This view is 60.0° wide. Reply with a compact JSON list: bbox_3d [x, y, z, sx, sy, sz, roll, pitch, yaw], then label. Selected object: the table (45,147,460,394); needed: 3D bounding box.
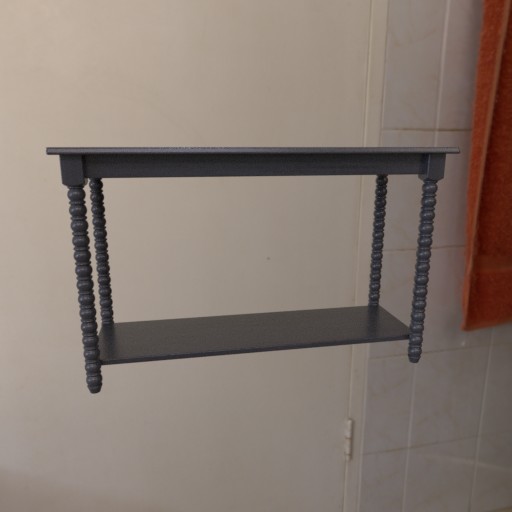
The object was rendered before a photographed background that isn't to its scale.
[{"bbox_3d":[0.000,0.000,1.541,1.184,0.735,0.459,-3,14,-10],"label":"table"}]
